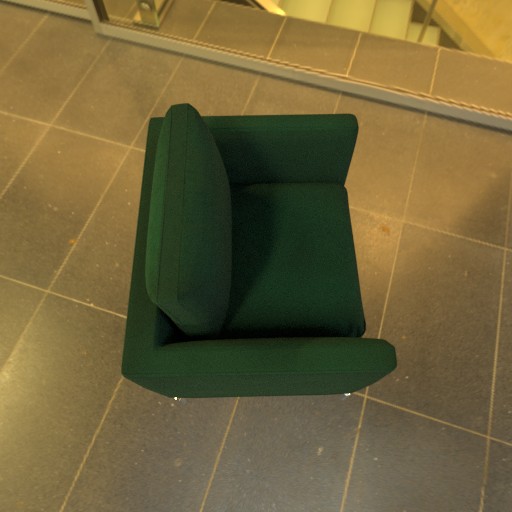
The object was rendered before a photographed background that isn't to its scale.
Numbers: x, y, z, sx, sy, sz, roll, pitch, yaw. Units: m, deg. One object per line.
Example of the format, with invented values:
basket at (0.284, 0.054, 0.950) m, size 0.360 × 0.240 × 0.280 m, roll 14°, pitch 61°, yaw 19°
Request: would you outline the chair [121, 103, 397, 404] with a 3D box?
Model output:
chair at (0.000, 0.000, 1.793) m, size 0.852 × 0.997 × 1.047 m, roll -1°, pitch 64°, yaw -1°
